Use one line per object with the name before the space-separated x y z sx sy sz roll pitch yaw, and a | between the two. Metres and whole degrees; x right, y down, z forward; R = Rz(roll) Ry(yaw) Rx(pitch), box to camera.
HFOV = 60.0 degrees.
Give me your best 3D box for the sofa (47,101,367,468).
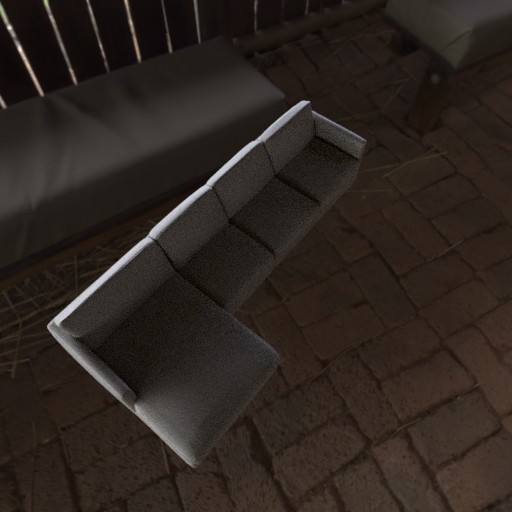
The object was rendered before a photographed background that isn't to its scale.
sofa | 0.000 0.000 3.893 1.502 0.876 3.201 35 65 19
